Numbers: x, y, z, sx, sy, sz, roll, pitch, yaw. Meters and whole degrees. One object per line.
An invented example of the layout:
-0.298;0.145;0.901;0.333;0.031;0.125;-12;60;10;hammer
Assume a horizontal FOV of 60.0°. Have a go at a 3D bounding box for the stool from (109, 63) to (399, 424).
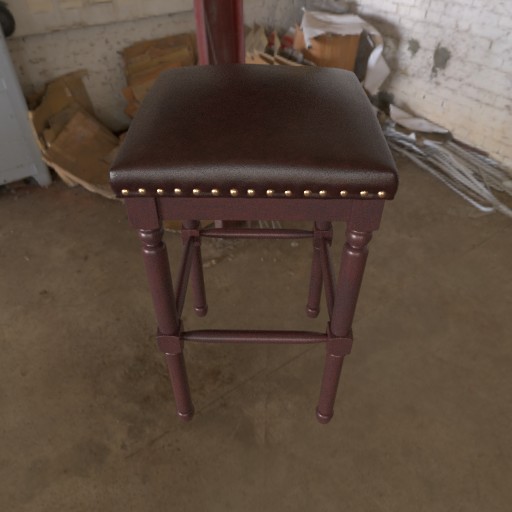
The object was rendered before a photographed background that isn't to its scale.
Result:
0.000;0.000;0.907;0.382;0.702;0.383;1;41;1;stool
